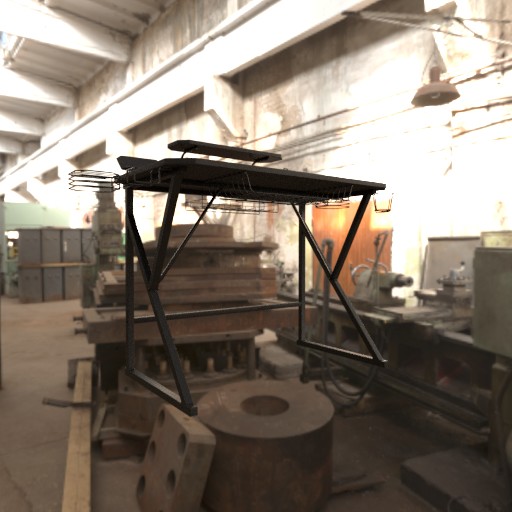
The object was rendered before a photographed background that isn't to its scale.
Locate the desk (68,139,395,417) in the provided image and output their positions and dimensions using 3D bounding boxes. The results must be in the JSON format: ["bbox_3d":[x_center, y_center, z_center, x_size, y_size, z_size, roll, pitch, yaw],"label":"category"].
[{"bbox_3d":[0.000,0.000,1.721,1.290,0.880,0.580,-1,1,-36],"label":"desk"}]
